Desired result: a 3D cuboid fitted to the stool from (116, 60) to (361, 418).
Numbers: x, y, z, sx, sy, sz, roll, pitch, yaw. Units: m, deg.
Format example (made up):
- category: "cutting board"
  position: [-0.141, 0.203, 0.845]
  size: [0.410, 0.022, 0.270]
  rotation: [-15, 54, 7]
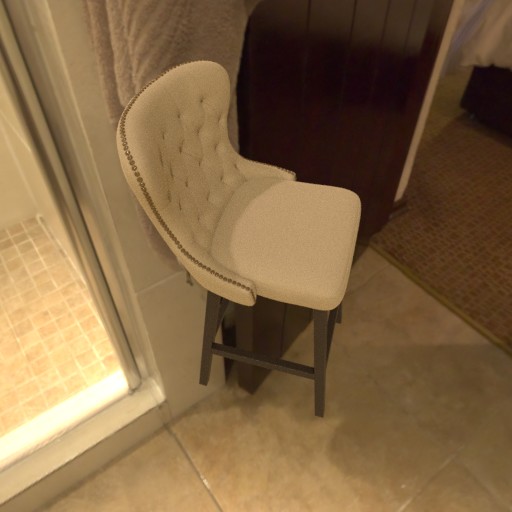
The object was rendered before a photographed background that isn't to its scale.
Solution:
- category: "stool"
  position: [0.000, 0.000, 1.336]
  size: [0.593, 0.971, 0.528]
  rotation: [12, 47, 11]
